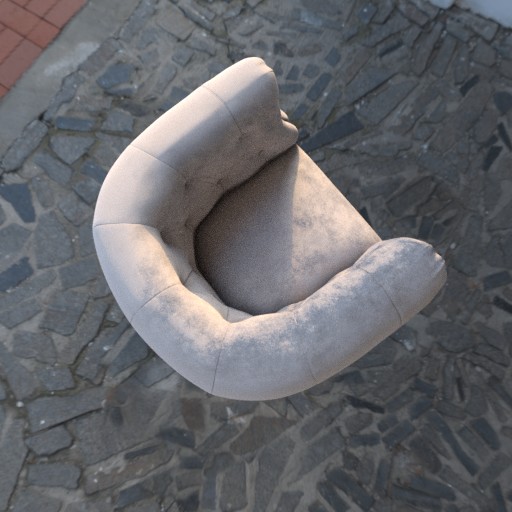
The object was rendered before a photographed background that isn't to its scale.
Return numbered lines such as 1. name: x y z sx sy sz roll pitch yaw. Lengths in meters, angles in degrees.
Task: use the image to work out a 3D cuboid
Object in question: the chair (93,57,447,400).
1. chair: 0.000 0.000 1.559 0.851 0.826 0.904 -38 80 -8
